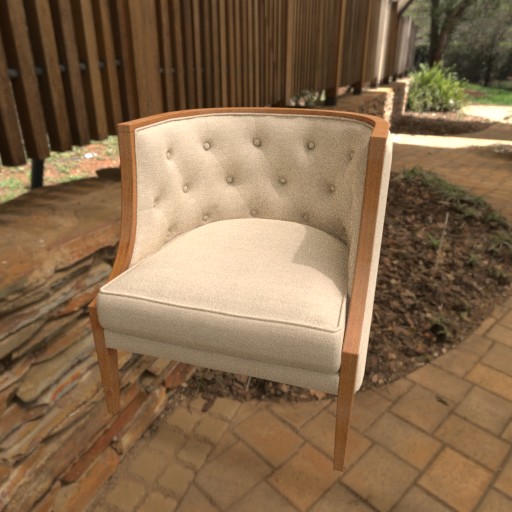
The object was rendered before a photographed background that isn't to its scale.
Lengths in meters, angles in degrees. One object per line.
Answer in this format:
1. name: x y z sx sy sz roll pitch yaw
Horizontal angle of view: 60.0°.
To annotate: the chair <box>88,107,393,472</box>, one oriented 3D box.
1. chair: 0.000 0.000 1.336 0.711 0.775 0.757 7 26 16
